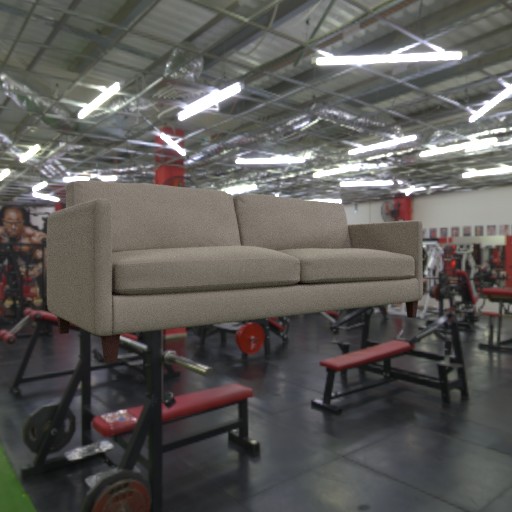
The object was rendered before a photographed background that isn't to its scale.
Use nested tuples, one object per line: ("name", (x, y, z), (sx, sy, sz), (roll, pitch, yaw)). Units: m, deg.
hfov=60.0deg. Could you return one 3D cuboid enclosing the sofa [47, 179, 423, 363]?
("sofa", (0.000, 0.000, 2.945), (2.404, 0.912, 0.988), (0, 1, -36))
